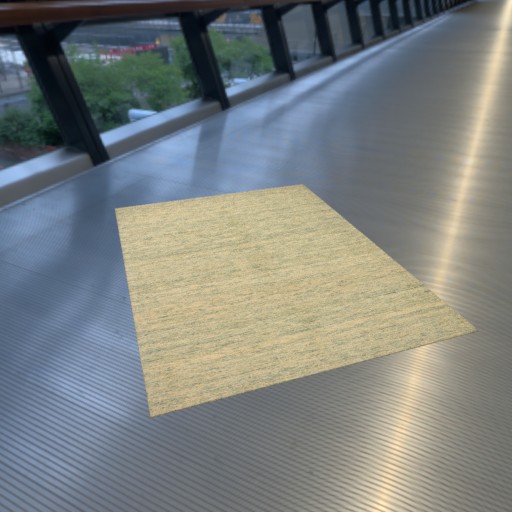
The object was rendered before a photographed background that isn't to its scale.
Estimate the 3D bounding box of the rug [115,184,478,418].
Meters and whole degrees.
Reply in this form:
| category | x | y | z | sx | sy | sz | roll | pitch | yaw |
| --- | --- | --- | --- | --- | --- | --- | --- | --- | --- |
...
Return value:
| category | x | y | z | sx | sy | sz | roll | pitch | yaw |
| --- | --- | --- | --- | --- | --- | --- | --- | --- | --- |
| rug | 0.000 | 0.000 | 4.294 | 2.437 | 0.014 | 3.201 | -10 | 32 | -16 |
